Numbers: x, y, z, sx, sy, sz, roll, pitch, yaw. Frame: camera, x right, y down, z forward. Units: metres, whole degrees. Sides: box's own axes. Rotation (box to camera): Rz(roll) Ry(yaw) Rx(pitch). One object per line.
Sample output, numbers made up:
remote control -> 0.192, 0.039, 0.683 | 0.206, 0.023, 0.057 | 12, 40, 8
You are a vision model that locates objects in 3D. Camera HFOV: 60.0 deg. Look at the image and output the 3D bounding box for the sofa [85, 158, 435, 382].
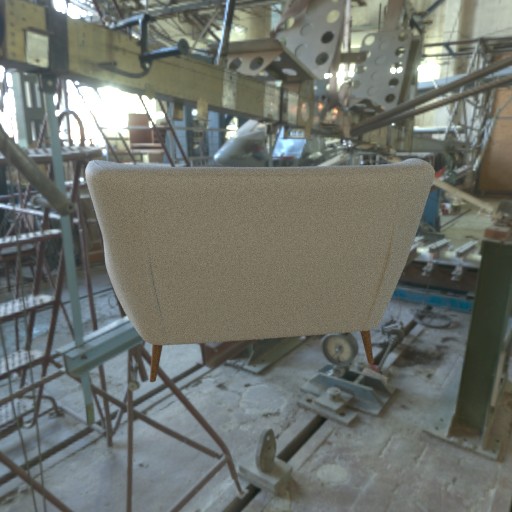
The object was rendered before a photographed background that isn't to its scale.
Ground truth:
sofa -> 0.000, 0.000, 2.023 | 1.424, 0.878, 0.921 | -2, 14, -9
